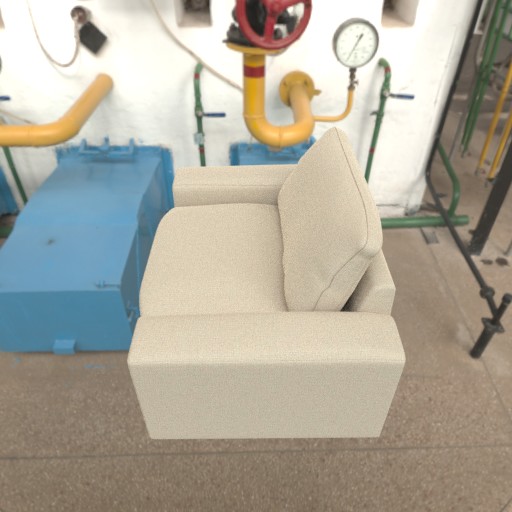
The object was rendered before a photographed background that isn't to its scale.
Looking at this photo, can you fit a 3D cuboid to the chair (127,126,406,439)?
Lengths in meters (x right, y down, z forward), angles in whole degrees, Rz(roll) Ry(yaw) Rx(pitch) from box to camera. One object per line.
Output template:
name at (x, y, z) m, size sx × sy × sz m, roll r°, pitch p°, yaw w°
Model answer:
chair at (0.000, 0.000, 2.134) m, size 1.039 × 0.915 × 1.398 m, roll 0°, pitch 40°, yaw 0°
